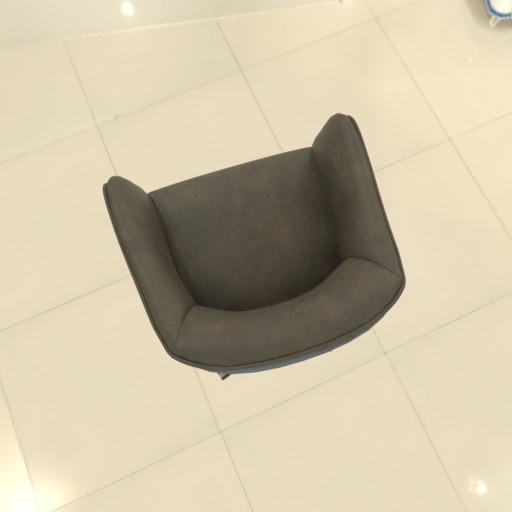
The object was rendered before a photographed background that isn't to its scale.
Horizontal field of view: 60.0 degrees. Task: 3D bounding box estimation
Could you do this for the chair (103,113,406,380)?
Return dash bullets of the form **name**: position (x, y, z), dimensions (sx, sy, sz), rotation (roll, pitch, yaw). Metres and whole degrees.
- **chair**: position (0.000, 0.000, 1.354), dimensions (0.713, 0.827, 0.689), rotation (-17, 77, -4)
